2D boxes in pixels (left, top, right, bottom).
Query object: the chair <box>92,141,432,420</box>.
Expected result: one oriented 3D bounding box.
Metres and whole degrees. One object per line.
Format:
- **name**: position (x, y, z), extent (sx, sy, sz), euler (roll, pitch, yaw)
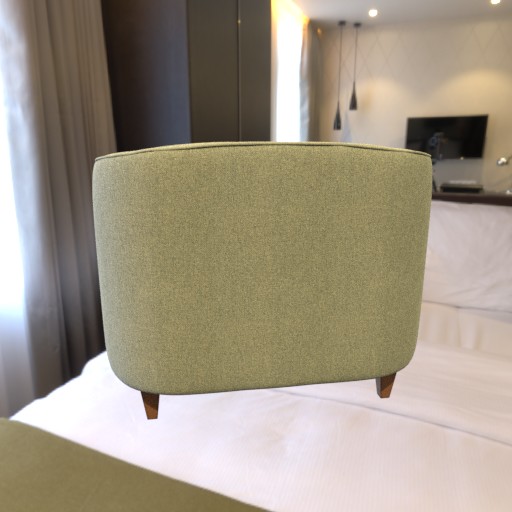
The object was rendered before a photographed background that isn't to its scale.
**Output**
- **chair**: position (0.000, 0.000, 1.711), extent (1.094, 0.852, 0.945), euler (-2, 14, -9)
